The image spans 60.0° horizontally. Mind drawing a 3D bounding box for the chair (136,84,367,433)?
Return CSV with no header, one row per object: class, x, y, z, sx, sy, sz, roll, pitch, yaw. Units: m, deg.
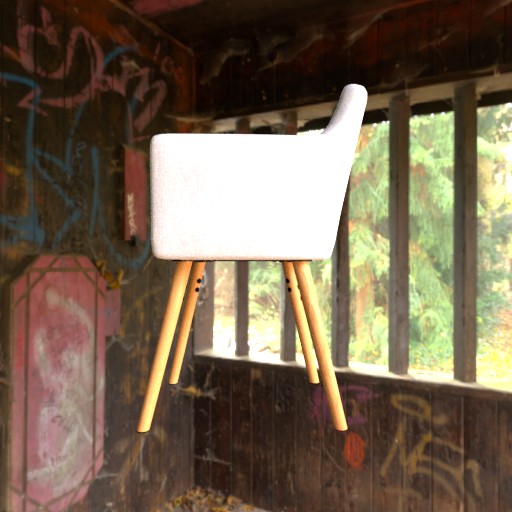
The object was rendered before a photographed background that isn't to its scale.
chair,0.000,0.000,1.181,0.540,0.780,0.570,0,-1,-1
